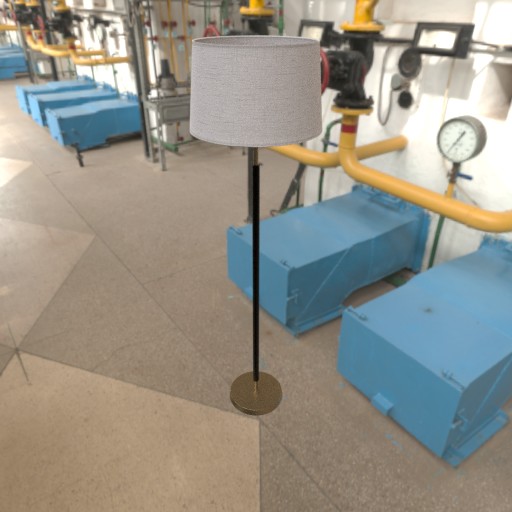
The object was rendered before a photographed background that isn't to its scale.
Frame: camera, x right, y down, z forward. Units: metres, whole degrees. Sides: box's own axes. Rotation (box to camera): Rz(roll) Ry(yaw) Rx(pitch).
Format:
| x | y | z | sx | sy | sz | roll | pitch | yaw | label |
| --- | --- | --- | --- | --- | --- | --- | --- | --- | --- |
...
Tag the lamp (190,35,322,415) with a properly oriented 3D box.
| x | y | z | sx | sy | sz | roll | pitch | yaw | label |
| --- | --- | --- | --- | --- | --- | --- | --- | --- | --- |
| 0.000 | 0.000 | 1.647 | 0.420 | 1.447 | 0.420 | 0 | 30 | 0 | lamp |
